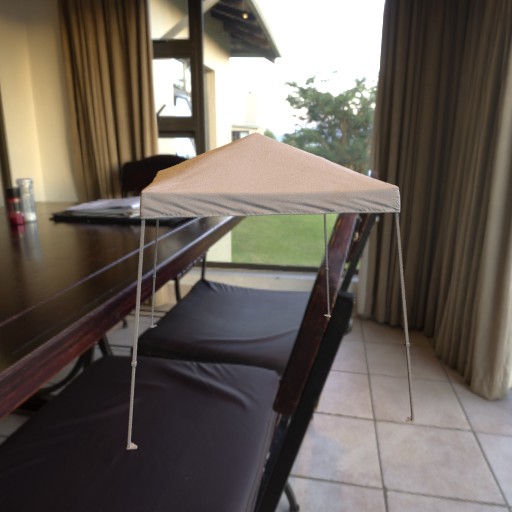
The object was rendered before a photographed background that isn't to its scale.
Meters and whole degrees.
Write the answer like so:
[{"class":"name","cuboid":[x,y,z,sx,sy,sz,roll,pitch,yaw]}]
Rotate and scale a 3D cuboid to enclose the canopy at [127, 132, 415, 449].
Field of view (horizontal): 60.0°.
[{"class":"canopy","cuboid":[0.000,0.000,5.303,2.849,2.849,2.848,-2,15,-8]}]
